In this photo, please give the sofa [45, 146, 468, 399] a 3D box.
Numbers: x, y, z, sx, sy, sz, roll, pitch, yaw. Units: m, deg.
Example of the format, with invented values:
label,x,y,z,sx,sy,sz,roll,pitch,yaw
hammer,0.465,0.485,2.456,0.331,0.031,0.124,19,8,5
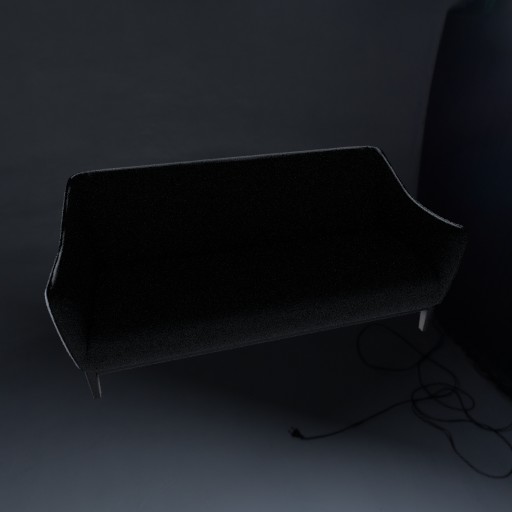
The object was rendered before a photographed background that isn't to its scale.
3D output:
label,x,y,z,sx,sy,sz,roll,pitch,yaw
sofa,0.000,0.000,2.347,1.928,0.829,0.867,-8,32,-14
